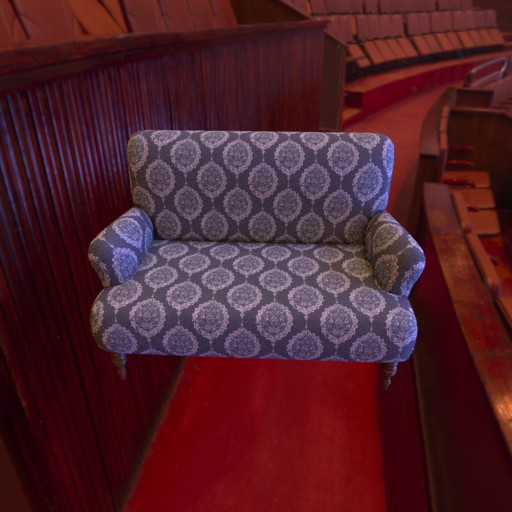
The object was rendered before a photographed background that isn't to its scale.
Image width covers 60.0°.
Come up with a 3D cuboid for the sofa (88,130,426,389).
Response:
[{"bbox_3d":[0.000,0.000,1.878,1.297,0.867,0.779,1,29,3],"label":"sofa"}]
